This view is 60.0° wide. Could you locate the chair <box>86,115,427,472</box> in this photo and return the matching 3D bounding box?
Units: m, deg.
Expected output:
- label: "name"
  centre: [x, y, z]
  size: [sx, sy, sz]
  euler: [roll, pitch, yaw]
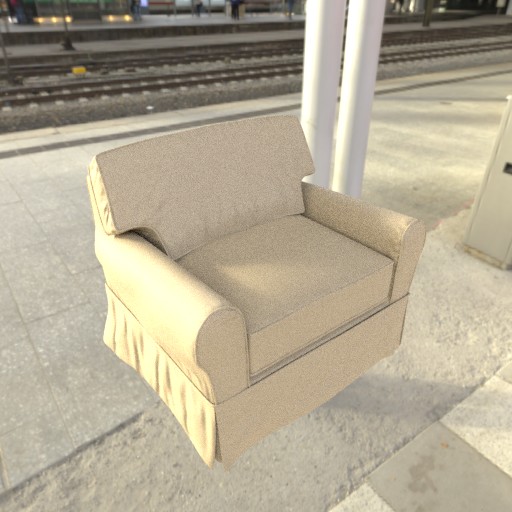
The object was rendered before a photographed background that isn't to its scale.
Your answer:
- label: "chair"
  centre: [0.000, 0.000, 1.804]
  size: [1.096, 0.937, 0.903]
  euler: [-21, 36, -32]
